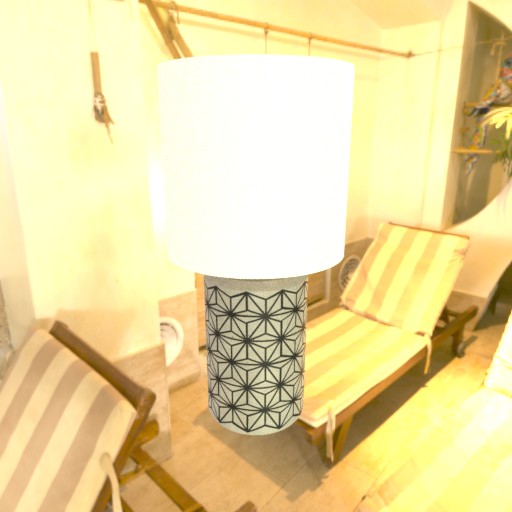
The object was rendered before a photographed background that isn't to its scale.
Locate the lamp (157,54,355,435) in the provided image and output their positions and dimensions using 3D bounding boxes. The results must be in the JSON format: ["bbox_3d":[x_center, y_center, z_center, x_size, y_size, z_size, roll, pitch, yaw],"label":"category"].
[{"bbox_3d":[0.000,0.000,0.531,0.206,0.416,0.206,16,23,43],"label":"lamp"}]
